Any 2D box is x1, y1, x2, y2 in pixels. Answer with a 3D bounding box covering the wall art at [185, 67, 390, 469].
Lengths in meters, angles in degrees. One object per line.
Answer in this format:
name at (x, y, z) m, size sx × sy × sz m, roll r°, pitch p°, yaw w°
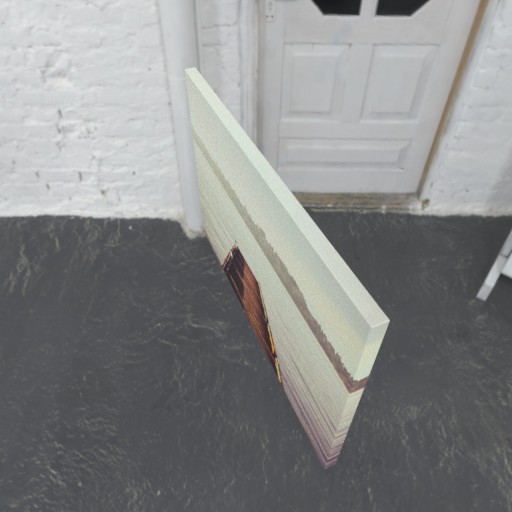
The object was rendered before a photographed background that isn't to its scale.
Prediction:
wall art at (0.000, 0.000, 1.441) m, size 0.040 × 0.765 × 1.149 m, roll -17°, pitch 49°, yaw -16°
